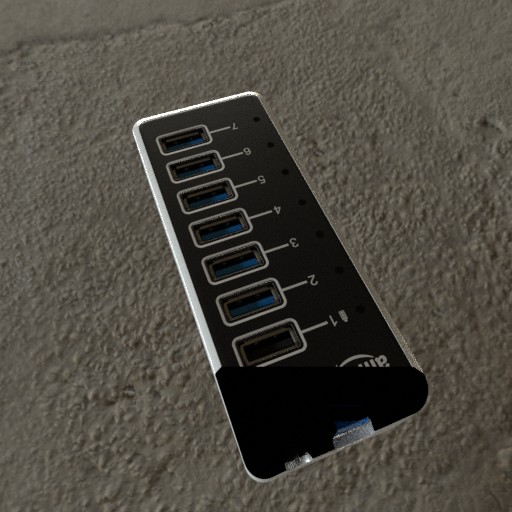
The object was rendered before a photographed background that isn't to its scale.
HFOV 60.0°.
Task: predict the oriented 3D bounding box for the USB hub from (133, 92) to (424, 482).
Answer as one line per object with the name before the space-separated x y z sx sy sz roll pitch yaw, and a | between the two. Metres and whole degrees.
USB hub | 0.000 0.000 0.128 0.044 0.023 0.110 -18 61 -11
